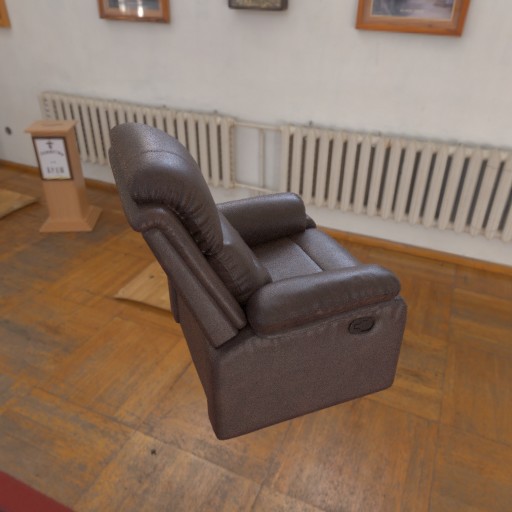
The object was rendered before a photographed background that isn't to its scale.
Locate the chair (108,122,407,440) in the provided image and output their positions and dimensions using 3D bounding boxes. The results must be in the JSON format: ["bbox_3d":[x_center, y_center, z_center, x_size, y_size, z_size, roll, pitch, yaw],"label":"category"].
[{"bbox_3d":[0.000,0.000,1.672,0.919,0.992,0.855,-11,31,-18],"label":"chair"}]
